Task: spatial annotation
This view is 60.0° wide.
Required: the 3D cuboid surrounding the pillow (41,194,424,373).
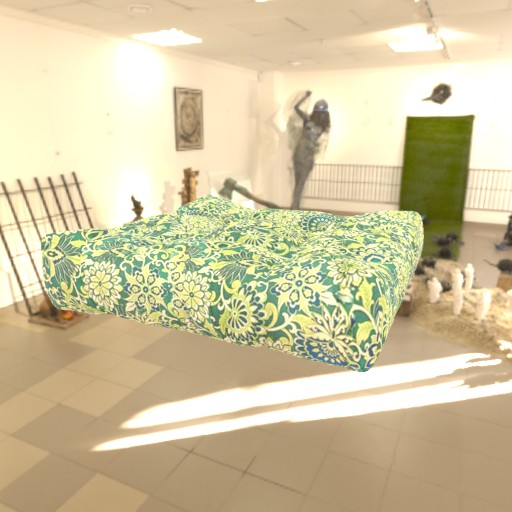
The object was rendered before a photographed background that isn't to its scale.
[{"bbox_3d":[0.000,0.000,0.736,0.490,0.128,0.468,7,18,24],"label":"pillow"}]
